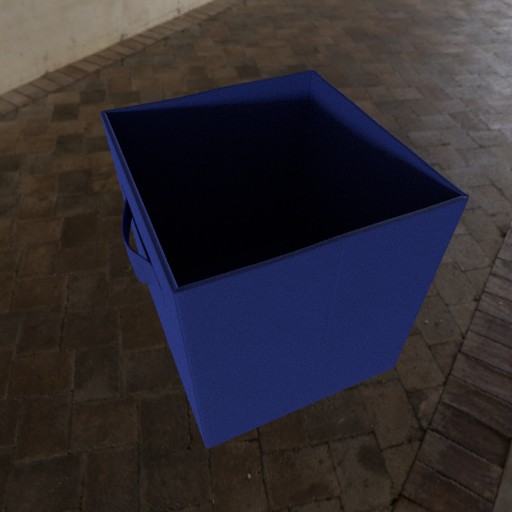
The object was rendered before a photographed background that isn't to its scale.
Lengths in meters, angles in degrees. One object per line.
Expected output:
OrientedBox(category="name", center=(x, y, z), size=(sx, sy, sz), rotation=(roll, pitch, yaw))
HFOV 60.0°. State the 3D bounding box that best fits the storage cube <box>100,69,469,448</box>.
OrientedBox(category="storage cube", center=(0.000, 0.000, 0.508), size=(0.270, 0.280, 0.270), rotation=(-18, 49, -16))
